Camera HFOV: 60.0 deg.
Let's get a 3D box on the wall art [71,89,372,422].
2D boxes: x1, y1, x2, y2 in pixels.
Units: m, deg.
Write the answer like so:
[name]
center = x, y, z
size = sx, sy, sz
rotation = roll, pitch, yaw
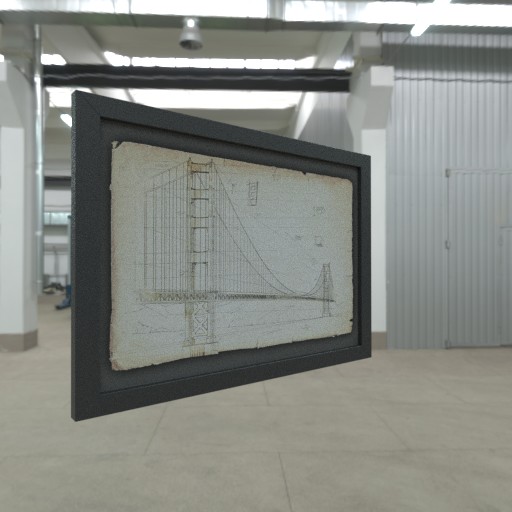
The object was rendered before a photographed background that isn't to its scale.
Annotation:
[wall art]
center = 0.000, 0.000, 0.546
size = 0.432, 0.306, 0.016
rotation = 0, 0, -38
